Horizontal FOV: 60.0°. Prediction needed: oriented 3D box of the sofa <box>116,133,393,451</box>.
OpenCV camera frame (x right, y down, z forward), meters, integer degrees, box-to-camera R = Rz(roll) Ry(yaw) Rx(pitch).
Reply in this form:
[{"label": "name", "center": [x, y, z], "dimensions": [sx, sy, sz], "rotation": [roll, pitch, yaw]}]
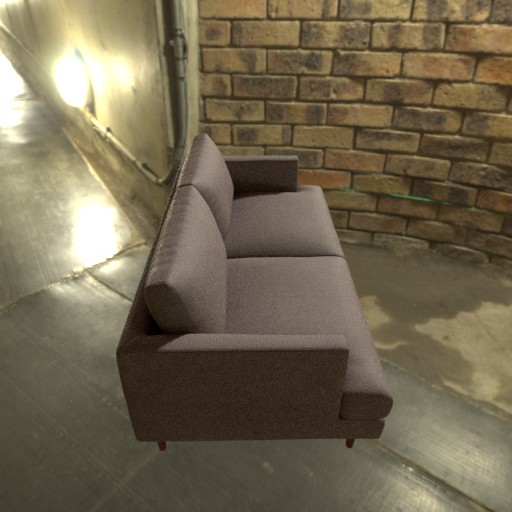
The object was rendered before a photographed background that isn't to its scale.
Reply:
[{"label": "sofa", "center": [0.000, 0.000, 2.463], "dimensions": [1.020, 0.868, 1.948], "rotation": [-1, 33, -1]}]
